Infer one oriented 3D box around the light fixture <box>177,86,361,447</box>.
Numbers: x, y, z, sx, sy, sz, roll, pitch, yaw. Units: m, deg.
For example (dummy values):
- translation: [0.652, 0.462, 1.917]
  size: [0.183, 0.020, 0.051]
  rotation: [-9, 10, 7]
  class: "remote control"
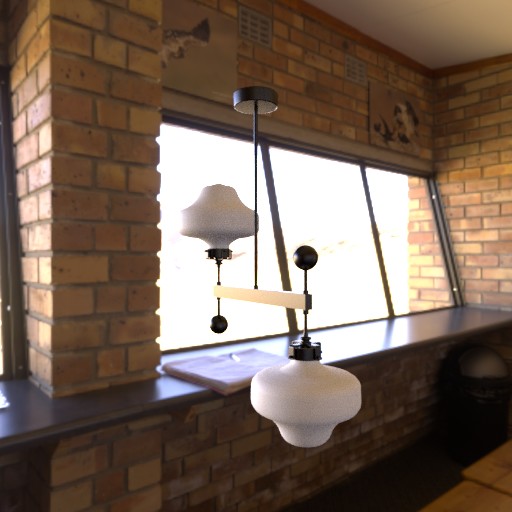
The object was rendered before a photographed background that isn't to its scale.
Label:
- translation: [0.000, 0.000, 1.017]
  size: [0.489, 0.743, 0.422]
  rotation: [0, 0, 18]
  class: "light fixture"
